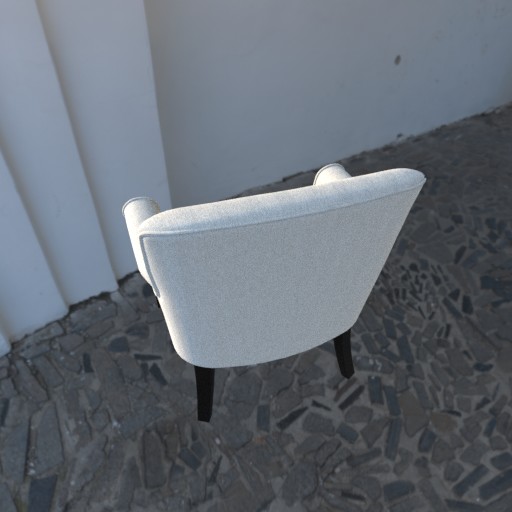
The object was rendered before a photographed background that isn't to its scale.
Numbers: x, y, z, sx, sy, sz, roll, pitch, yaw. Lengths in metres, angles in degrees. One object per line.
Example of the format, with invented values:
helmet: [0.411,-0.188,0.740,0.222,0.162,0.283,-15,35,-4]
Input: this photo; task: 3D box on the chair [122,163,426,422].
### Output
chair: [0.000,0.000,1.481,0.781,0.875,0.750,-12,41,-14]
